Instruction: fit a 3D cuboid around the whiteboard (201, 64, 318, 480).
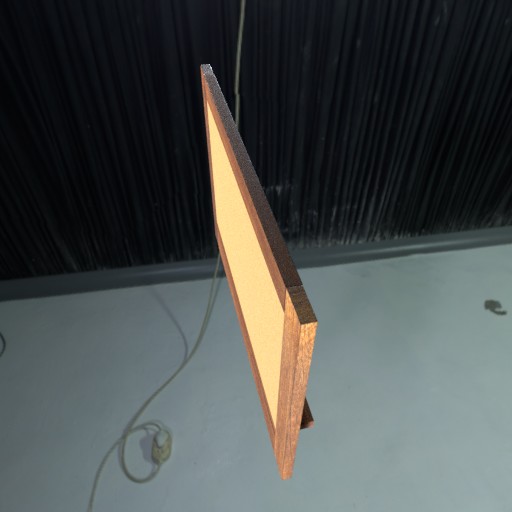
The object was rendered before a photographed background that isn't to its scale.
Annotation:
[{"bbox_3d":[0.000,0.000,1.009,0.083,0.559,0.783,-10,47,-10],"label":"whiteboard"}]
